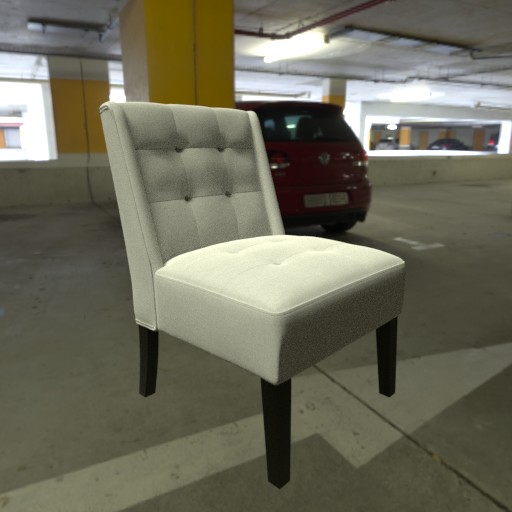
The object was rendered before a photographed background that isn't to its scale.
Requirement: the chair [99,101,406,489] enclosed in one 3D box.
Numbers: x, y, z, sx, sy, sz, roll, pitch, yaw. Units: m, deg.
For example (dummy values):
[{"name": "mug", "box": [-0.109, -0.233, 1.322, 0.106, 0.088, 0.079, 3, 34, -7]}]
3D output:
[{"name": "chair", "box": [0.000, 0.000, 1.271, 0.676, 0.853, 0.569, 13, 19, 42]}]
